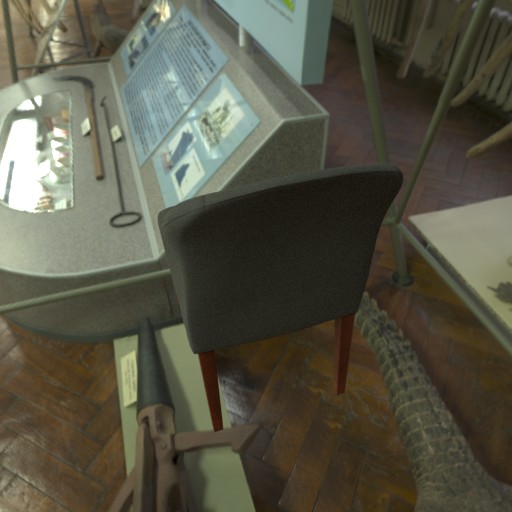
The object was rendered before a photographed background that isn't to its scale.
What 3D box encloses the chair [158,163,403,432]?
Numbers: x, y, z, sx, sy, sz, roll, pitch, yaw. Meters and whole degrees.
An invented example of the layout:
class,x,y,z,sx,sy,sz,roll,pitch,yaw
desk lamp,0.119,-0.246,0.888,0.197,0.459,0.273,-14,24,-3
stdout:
class,x,y,z,sx,sy,sz,roll,pitch,yaw
chair,0.000,0.000,1.260,0.506,0.879,0.619,-12,43,-13
